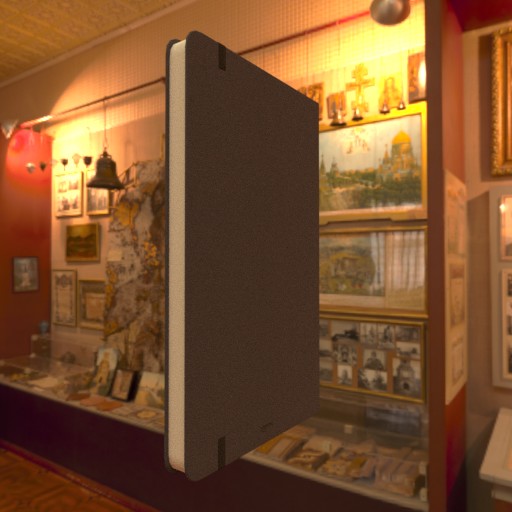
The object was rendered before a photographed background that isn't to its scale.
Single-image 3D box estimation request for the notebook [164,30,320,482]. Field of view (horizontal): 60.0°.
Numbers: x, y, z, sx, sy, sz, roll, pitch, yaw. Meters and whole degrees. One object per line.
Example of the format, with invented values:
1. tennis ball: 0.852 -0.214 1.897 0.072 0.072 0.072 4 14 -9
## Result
1. notebook: 0.000 0.000 0.258 0.016 0.213 0.127 -1 -1 36
